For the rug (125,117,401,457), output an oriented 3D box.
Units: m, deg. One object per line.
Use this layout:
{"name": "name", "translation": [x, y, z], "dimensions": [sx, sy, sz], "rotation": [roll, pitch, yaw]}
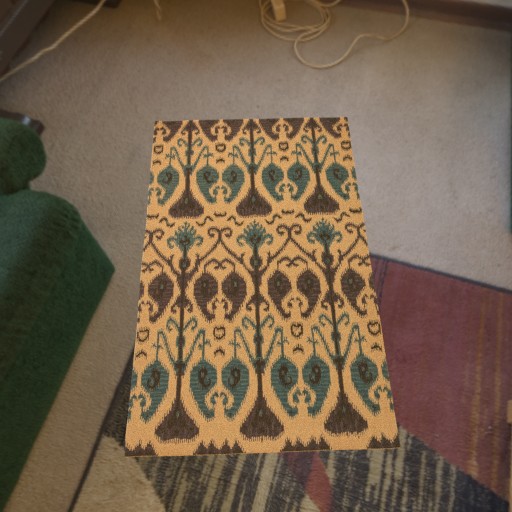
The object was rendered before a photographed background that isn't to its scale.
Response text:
{"name": "rug", "translation": [0.000, 0.000, 2.086], "dimensions": [1.072, 0.013, 1.698], "rotation": [-2, 64, -1]}
